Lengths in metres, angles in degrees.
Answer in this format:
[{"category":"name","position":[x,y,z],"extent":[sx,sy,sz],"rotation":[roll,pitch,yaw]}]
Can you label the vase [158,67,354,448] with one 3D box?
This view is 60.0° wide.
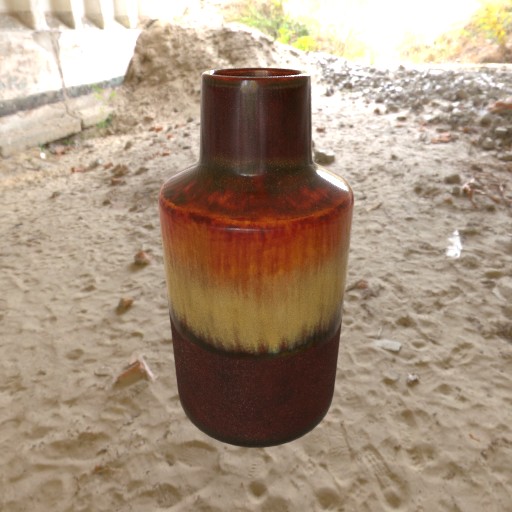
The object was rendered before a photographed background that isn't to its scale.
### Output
[{"category":"vase","position":[0.000,0.000,0.264],"extent":[0.108,0.204,0.108],"rotation":[0,28,0]}]
